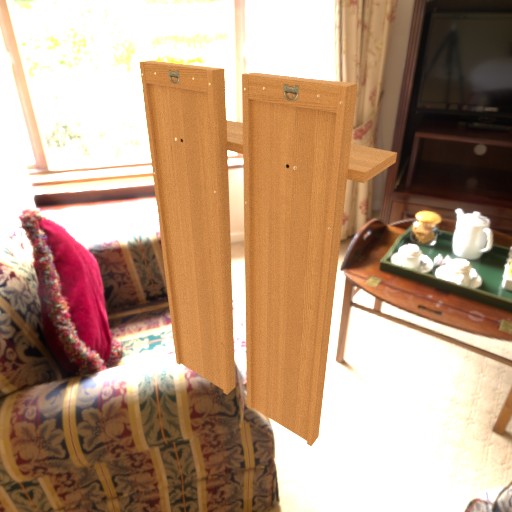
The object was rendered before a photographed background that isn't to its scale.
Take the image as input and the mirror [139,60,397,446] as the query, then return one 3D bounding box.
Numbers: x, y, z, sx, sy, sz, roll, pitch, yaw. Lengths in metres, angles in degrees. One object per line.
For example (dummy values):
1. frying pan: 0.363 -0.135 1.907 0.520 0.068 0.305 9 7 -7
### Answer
1. mirror: 0.000 0.000 1.579 0.800 1.250 0.260 21 37 31
